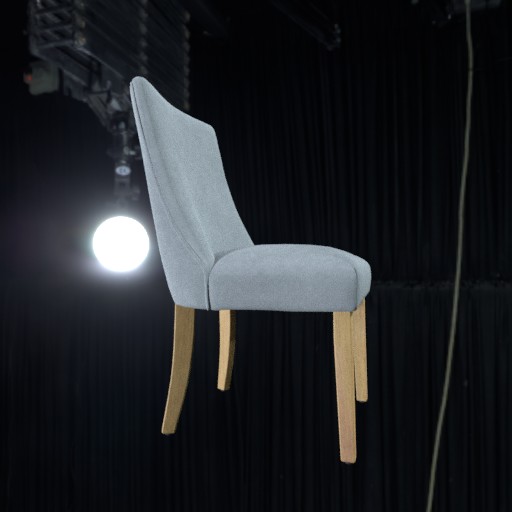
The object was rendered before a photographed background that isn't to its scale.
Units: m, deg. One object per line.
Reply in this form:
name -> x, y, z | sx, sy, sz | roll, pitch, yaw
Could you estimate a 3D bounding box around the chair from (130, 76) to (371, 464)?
chair -> 0.000, 0.000, 1.250 | 0.610, 0.902, 0.495 | 0, 0, 17
